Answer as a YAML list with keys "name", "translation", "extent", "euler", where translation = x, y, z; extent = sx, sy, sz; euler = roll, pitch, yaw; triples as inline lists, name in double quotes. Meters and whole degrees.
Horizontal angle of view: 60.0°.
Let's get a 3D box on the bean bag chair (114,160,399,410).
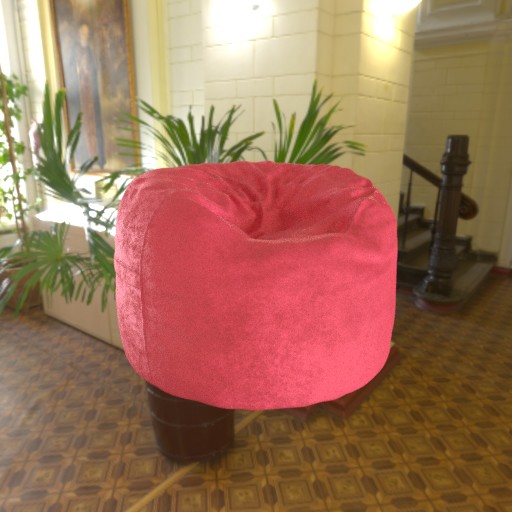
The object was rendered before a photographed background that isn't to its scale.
- name: "bean bag chair"
  translation: [0.000, 0.000, 1.962]
  extent: [1.218, 0.788, 1.218]
  euler: [0, 15, 0]
